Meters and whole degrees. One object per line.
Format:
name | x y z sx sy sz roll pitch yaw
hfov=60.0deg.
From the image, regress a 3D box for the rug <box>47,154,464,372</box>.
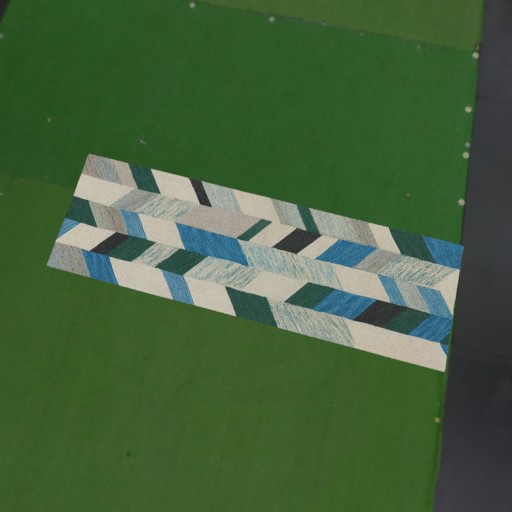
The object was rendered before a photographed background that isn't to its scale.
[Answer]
rug | 0.000 0.000 2.700 2.437 0.008 0.774 14 77 4
